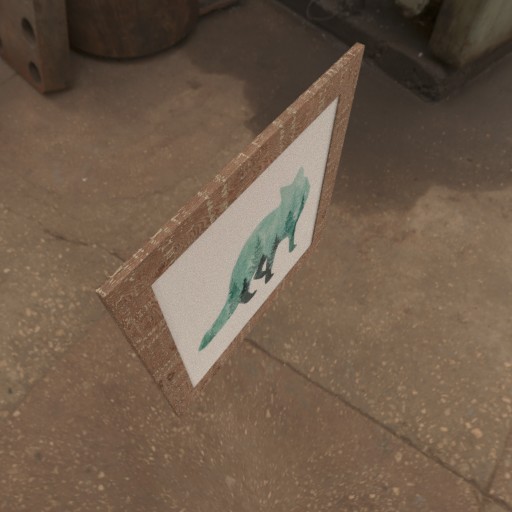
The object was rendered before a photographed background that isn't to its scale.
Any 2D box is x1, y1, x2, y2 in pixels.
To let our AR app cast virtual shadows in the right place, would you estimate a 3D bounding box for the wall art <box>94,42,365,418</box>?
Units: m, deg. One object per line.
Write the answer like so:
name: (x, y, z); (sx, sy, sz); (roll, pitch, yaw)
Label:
wall art: (0.000, 0.000, 0.566); (0.012, 0.384, 0.384); (32, 63, 19)
